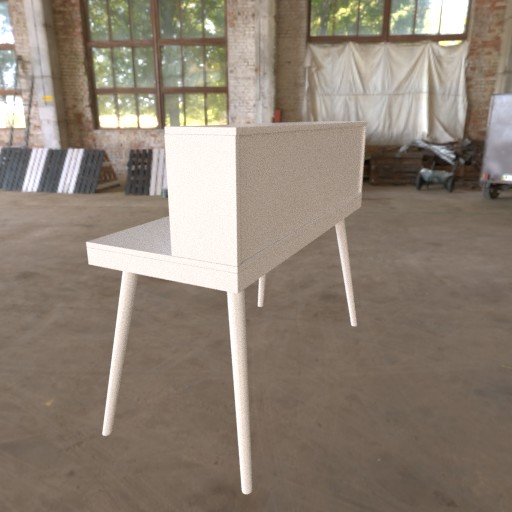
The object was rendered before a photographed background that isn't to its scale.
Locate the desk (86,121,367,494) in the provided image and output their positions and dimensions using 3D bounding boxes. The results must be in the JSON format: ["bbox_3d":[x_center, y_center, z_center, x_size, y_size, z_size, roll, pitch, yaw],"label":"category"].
[{"bbox_3d":[0.000,0.000,1.721,0.559,0.990,1.199,9,19,25],"label":"desk"}]
